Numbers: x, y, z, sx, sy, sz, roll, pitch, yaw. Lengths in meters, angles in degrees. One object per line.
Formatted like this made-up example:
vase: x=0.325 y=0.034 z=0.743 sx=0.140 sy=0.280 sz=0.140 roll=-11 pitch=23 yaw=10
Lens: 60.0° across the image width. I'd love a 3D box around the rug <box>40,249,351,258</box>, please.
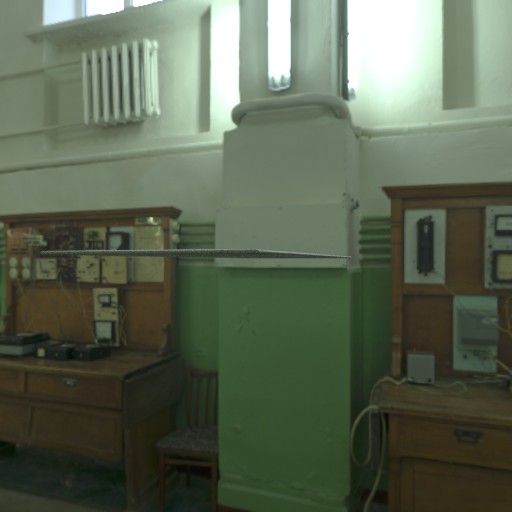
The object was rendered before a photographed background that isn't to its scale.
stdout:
rug: x=0.000 y=0.000 z=2.652 sx=0.855 sy=0.017 sz=2.452 roll=0 pitch=-1 yaw=19
